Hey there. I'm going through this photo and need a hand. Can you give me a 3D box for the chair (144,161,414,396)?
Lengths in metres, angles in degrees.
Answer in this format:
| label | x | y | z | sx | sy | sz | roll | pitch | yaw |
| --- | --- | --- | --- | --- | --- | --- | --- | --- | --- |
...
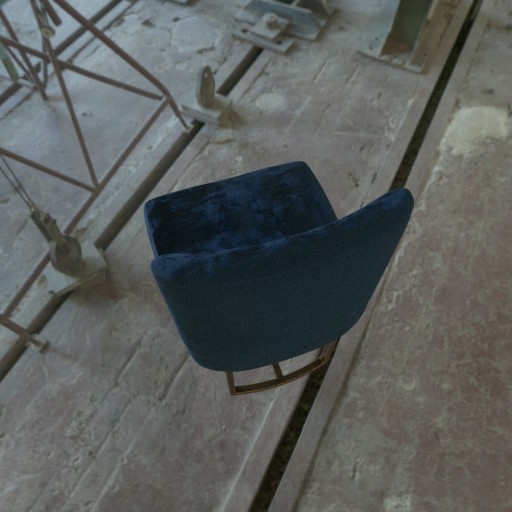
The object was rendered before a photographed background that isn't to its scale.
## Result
| label | x | y | z | sx | sy | sz | roll | pitch | yaw |
| --- | --- | --- | --- | --- | --- | --- | --- | --- | --- |
| chair | 0.000 | 0.000 | 1.206 | 0.530 | 0.824 | 0.560 | -16 | 60 | -10 |
